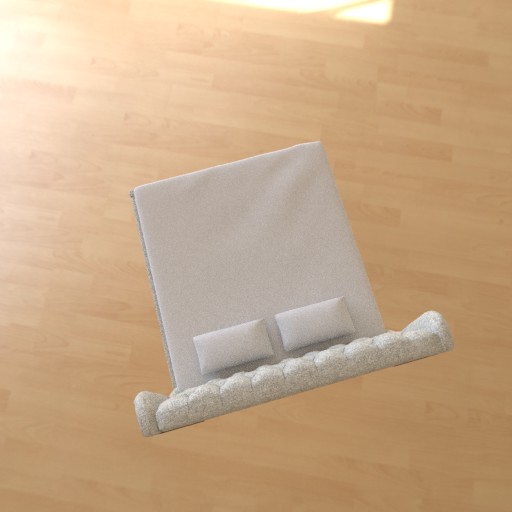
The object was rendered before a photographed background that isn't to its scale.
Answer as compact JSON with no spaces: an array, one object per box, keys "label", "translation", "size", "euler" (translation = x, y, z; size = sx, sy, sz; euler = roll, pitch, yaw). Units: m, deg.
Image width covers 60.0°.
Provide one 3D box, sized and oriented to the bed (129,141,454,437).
[{"label":"bed","translation":[0.000,0.000,3.998],"size":[2.219,1.771,2.347],"euler":[-15,77,-3]}]
